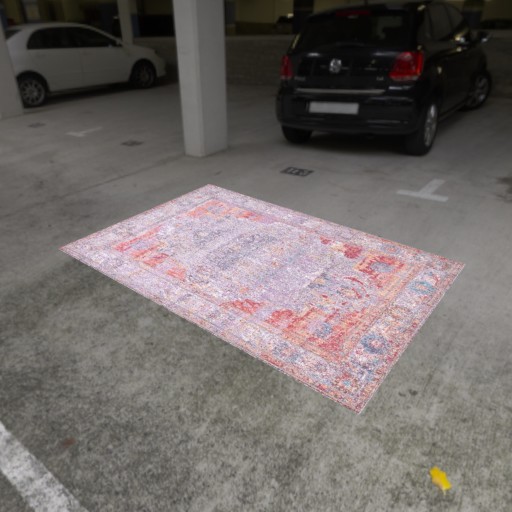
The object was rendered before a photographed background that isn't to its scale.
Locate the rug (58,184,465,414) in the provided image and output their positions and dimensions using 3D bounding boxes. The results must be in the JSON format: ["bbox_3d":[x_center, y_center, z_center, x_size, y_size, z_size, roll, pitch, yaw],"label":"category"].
[{"bbox_3d":[0.000,0.000,2.387,1.829,0.005,1.219,22,37,32],"label":"rug"}]
